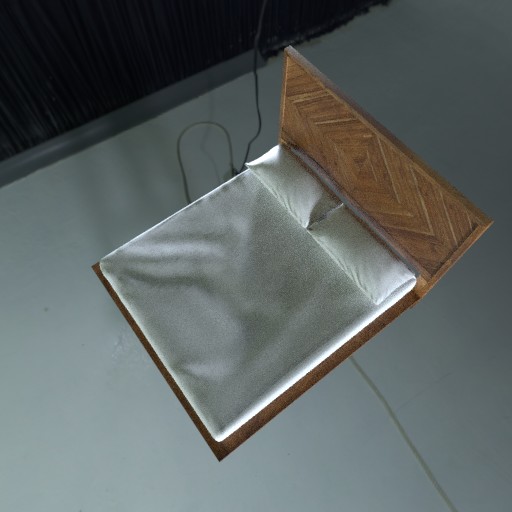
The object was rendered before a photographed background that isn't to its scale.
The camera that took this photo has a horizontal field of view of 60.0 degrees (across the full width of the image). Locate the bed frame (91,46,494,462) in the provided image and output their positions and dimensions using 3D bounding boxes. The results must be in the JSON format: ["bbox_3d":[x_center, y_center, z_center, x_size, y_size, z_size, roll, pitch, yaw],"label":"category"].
[{"bbox_3d":[0.000,0.000,3.550,2.235,1.537,2.038,-34,68,-16],"label":"bed frame"}]
